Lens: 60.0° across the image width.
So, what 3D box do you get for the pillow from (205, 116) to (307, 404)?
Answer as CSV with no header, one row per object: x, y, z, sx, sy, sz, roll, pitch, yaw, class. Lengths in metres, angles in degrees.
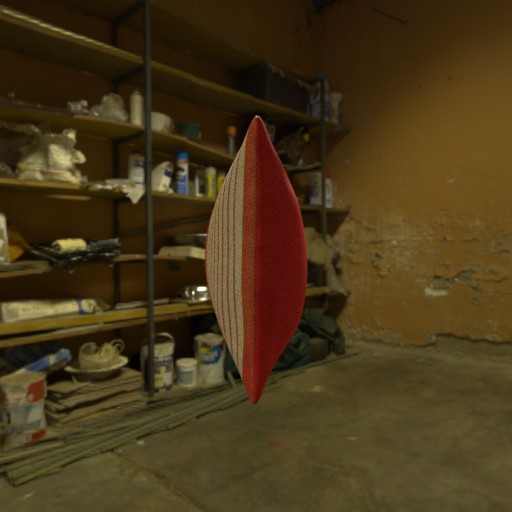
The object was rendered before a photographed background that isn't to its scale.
0.000,0.000,0.747,0.151,0.297,0.608,0,1,0,pillow
